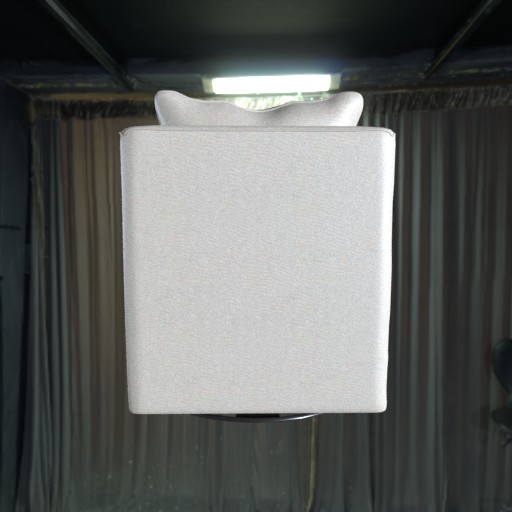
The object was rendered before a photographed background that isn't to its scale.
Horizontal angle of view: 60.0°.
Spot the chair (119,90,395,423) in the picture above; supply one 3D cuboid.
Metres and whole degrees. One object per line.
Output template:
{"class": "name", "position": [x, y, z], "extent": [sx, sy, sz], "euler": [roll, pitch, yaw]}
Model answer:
{"class": "chair", "position": [0.000, 0.000, 1.609], "extent": [0.760, 0.942, 0.876], "euler": [0, 2, -1]}
